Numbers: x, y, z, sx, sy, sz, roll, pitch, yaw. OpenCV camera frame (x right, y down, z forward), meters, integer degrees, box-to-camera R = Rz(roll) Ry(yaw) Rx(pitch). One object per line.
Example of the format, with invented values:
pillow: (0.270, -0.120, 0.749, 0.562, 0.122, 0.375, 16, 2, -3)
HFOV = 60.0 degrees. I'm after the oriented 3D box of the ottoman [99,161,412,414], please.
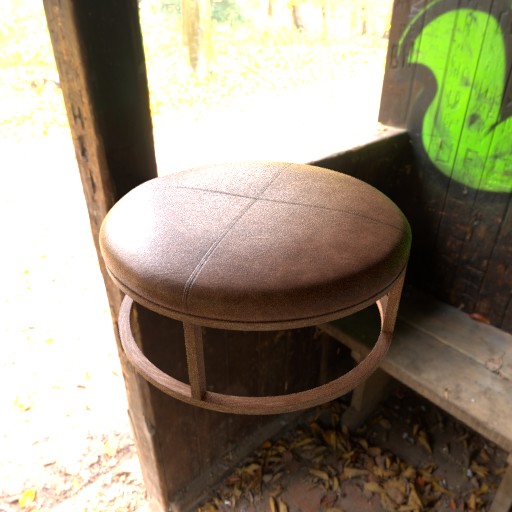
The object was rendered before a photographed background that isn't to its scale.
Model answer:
ottoman: (0.000, 0.000, 1.559, 1.006, 0.445, 1.006, 0, 31, 0)
